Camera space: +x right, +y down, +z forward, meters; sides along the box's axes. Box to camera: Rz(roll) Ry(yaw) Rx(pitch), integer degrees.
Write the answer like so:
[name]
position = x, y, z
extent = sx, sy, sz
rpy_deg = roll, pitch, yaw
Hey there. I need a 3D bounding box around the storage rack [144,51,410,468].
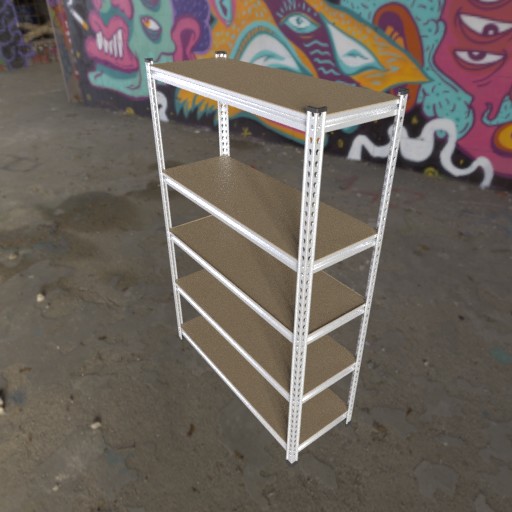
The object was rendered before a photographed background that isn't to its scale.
[storage rack]
position = 0.000, 0.000, 2.348
extent = 0.457, 1.829, 1.219
rpy_deg = -22, 38, -31
